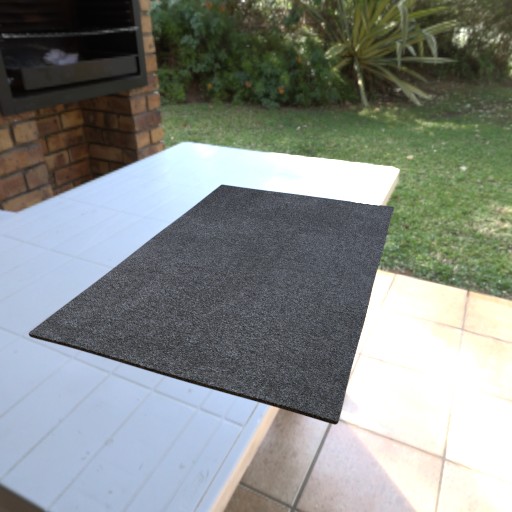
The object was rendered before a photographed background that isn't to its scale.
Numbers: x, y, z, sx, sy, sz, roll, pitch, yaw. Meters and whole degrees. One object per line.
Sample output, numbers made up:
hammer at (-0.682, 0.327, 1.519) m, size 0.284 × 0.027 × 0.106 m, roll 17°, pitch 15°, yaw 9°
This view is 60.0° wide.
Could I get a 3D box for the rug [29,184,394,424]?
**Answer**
rug at (0.000, 0.000, 3.387) m, size 1.802 × 0.026 × 2.699 m, roll 10°, pitch 30°, yaw 18°
